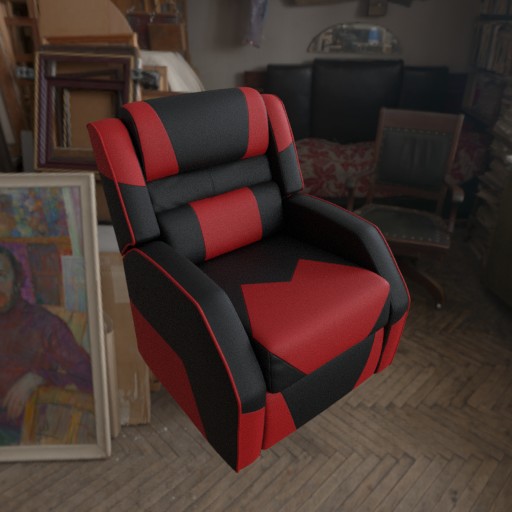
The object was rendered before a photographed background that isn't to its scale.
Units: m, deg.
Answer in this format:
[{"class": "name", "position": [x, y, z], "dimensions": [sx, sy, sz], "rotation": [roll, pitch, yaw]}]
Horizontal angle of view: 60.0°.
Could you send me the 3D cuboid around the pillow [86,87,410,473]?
[{"class": "pillow", "position": [0.000, 0.000, 1.269], "dimensions": [0.620, 0.805, 0.672], "rotation": [-22, 37, -32]}]
